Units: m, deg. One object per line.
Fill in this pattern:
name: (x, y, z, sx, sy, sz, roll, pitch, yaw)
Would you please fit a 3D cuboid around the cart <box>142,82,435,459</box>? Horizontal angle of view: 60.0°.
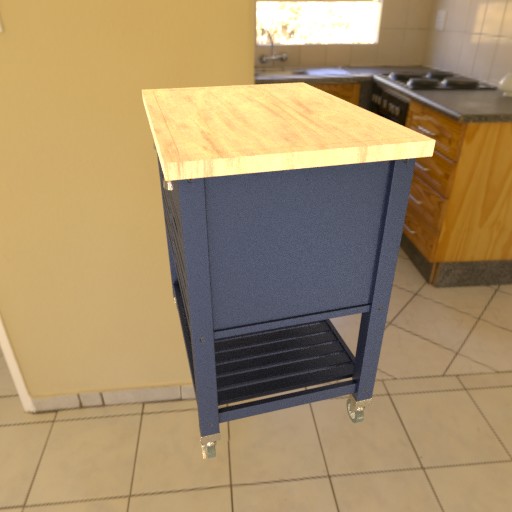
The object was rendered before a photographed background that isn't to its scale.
cart: (0.000, 0.000, 1.432, 0.567, 0.920, 0.797, -8, 31, -13)
